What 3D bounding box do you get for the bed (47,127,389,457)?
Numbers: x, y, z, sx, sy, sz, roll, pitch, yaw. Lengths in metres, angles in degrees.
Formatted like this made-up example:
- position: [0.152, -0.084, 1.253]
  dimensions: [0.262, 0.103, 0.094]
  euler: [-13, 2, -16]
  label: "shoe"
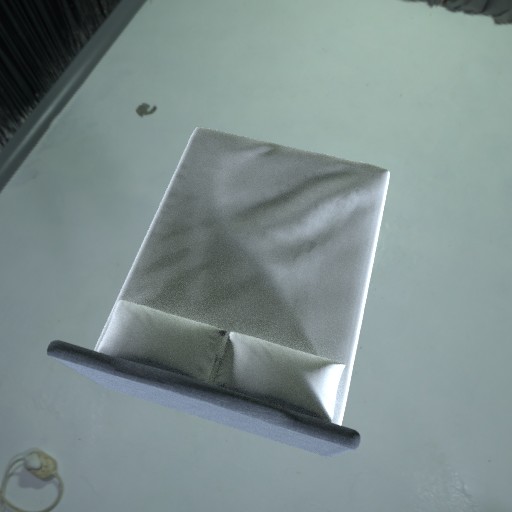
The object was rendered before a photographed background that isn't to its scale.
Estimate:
- position: [0.000, 0.000, 3.849]
  dimensions: [2.161, 1.457, 2.689]
  euler: [15, 65, 7]
  label: "bed"
